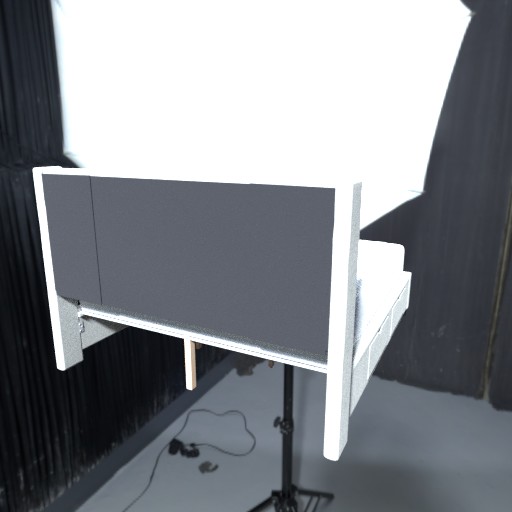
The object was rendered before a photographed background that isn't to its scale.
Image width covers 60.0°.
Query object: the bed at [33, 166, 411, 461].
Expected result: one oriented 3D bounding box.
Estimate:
[{"bbox_3d":[0.000,0.000,3.590,2.140,1.470,2.280,7,16,26],"label":"bed"}]
